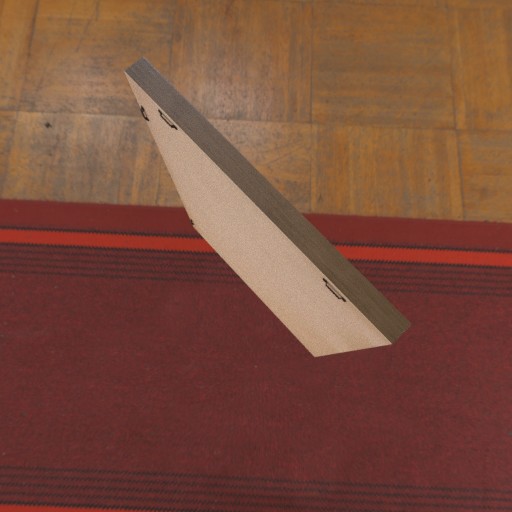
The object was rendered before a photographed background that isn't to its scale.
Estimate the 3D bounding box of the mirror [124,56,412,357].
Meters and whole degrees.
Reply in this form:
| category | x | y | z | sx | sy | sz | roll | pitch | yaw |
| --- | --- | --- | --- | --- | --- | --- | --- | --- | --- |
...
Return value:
| category | x | y | z | sx | sy | sz | roll | pitch | yaw |
| --- | --- | --- | --- | --- | --- | --- | --- | --- | --- |
| mirror | 0.000 | 0.000 | 0.916 | 0.040 | 0.710 | 0.507 | -42 | 80 | -9 |
